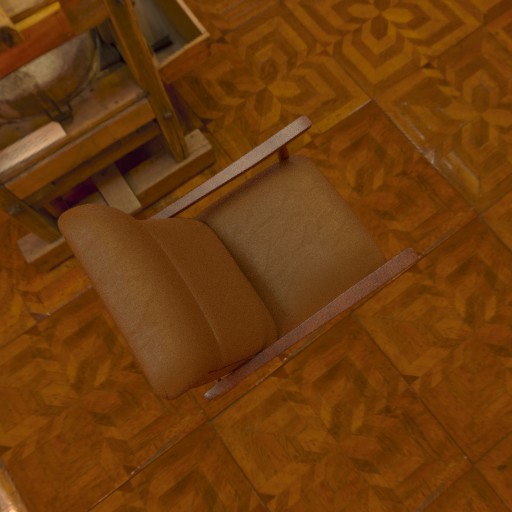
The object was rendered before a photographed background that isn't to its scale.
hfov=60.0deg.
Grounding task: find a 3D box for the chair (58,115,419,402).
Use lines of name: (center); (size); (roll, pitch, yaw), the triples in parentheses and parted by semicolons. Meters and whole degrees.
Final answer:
chair: (0.000, 0.000, 1.791); (1.014, 1.082, 0.762); (-33, 77, -8)
